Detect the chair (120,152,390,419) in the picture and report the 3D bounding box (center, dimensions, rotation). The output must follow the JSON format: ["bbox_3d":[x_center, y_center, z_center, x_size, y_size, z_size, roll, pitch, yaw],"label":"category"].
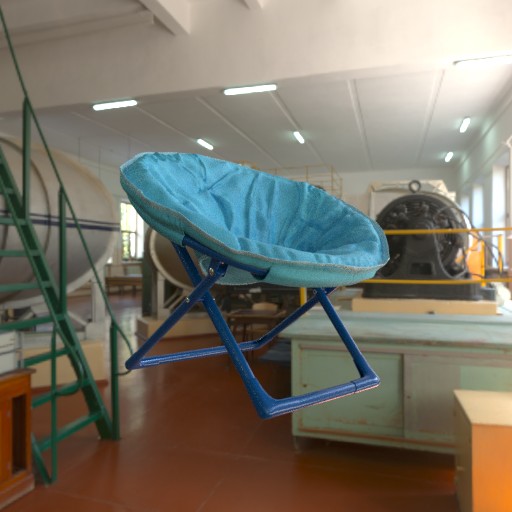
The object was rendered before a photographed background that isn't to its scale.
[{"bbox_3d":[0.000,0.000,0.869,0.520,0.478,0.465,0,0,-38],"label":"chair"}]
